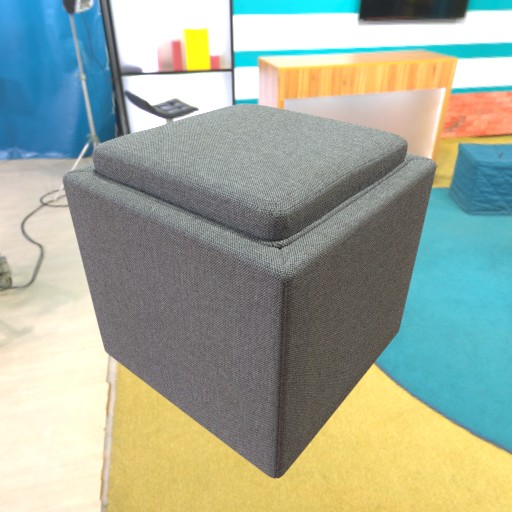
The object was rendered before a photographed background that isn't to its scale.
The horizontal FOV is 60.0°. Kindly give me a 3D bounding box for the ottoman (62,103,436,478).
[{"bbox_3d":[0.000,0.000,0.821,0.450,0.460,0.450,24,39,32],"label":"ottoman"}]
